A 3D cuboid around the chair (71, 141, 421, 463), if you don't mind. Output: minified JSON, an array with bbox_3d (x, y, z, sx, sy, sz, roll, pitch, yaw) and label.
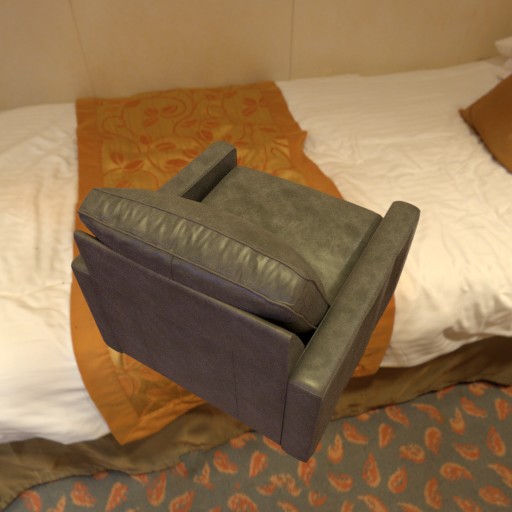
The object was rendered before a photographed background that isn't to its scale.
[{"bbox_3d":[0.000,0.000,1.735,1.006,0.916,0.939,23,51,21],"label":"chair"}]
